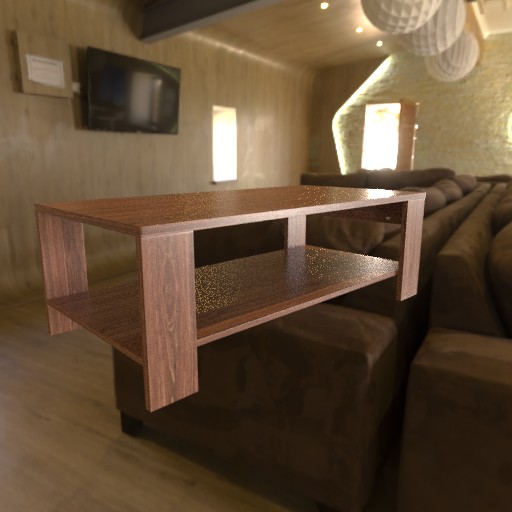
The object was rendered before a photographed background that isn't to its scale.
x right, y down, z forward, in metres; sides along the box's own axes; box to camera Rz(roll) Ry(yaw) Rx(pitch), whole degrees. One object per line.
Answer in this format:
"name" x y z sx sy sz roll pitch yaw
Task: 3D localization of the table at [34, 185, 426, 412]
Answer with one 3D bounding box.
"table" 0.000 0.000 1.518 1.200 0.400 0.600 -12 17 -43
